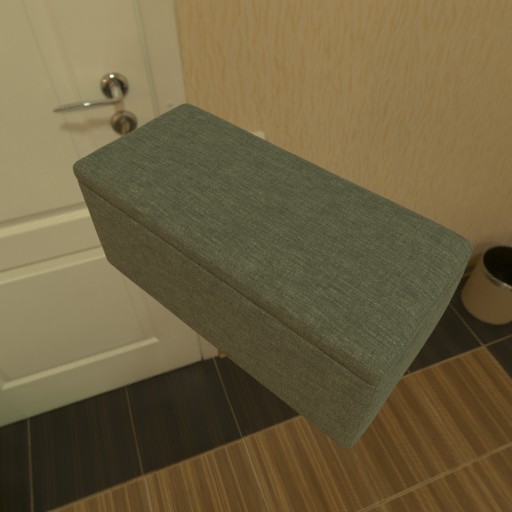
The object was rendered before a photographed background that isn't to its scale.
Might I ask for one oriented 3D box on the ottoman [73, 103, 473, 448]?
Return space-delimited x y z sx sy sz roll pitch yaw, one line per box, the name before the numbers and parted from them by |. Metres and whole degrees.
ottoman | 0.000 0.000 1.155 0.902 0.432 0.419 32 56 25
